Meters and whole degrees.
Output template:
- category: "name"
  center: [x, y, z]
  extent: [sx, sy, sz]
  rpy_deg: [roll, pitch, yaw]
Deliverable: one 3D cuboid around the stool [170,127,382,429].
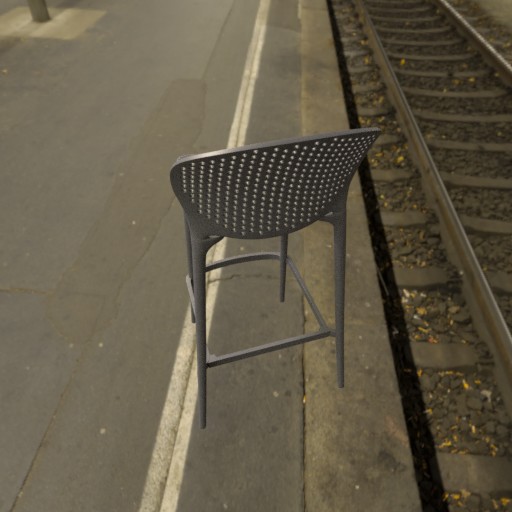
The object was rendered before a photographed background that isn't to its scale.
- category: "stool"
  center: [0.000, 0.000, 1.355]
  extent: [0.536, 1.045, 0.535]
  rpy_deg: [-12, 44, -13]
